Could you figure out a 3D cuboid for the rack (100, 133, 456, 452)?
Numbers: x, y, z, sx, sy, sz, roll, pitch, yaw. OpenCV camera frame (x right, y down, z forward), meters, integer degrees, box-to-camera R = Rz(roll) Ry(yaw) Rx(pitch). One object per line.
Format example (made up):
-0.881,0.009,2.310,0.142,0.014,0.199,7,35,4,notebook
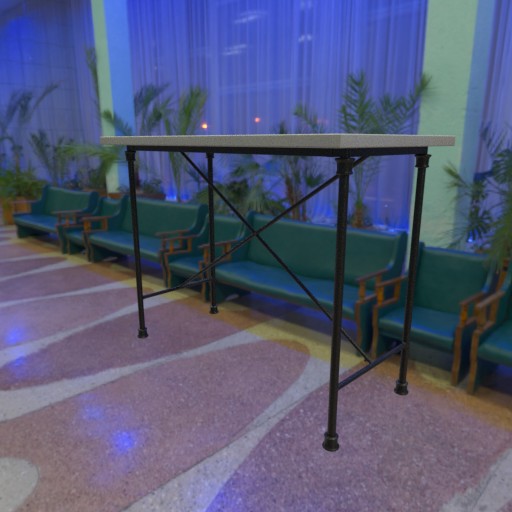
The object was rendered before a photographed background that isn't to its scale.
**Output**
0.000,0.000,1.688,0.613,0.880,1.159,-14,20,-43,rack
